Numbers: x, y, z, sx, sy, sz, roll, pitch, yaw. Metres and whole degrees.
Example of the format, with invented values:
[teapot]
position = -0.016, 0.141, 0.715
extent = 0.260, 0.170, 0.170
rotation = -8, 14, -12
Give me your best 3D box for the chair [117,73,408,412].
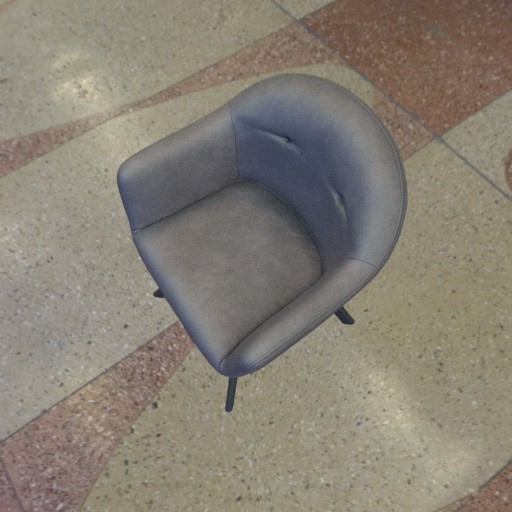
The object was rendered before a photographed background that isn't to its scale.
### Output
[chair]
position = 0.000, 0.000, 1.167
extent = 0.544, 0.781, 0.567
rotation = -32, 68, -14
